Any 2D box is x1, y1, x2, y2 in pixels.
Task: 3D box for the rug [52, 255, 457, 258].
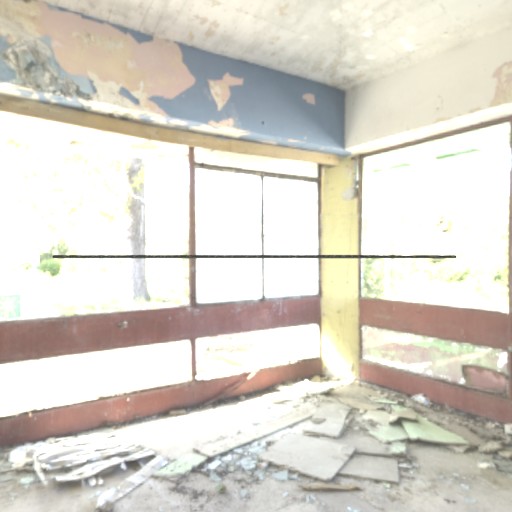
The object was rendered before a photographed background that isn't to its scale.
[{"bbox_3d":[0.000,0.000,4.188,2.456,0.021,3.042,0,0,1],"label":"rug"}]
